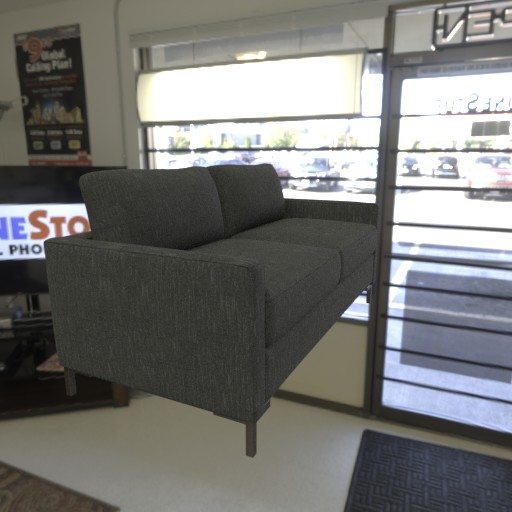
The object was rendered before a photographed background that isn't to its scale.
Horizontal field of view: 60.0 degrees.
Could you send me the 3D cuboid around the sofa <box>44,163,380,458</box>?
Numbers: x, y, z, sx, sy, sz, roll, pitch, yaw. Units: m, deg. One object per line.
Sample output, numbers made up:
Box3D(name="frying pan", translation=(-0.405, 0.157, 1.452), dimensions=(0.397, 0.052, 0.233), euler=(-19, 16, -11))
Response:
Box3D(name="sofa", translation=(0.000, 0.000, 2.161), dimensions=(0.866, 0.862, 1.716), euler=(7, 15, 26))
